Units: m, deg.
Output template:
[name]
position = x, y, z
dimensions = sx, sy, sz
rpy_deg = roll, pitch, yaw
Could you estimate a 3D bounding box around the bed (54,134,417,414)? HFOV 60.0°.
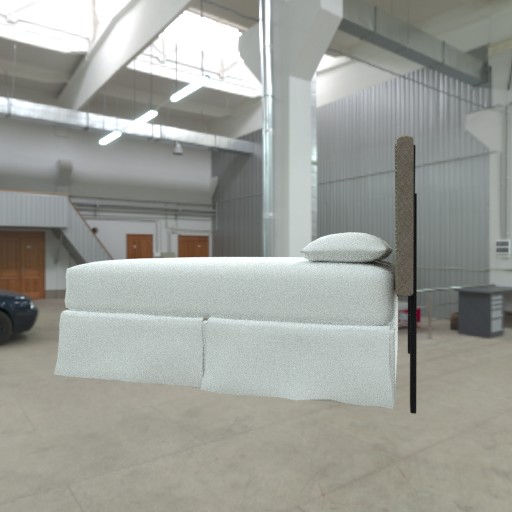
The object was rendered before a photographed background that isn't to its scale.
[bed]
position = 0.000, 0.000, 3.214
dimensions = 2.153, 1.518, 1.713
rpy_deg = 0, 1, 18
